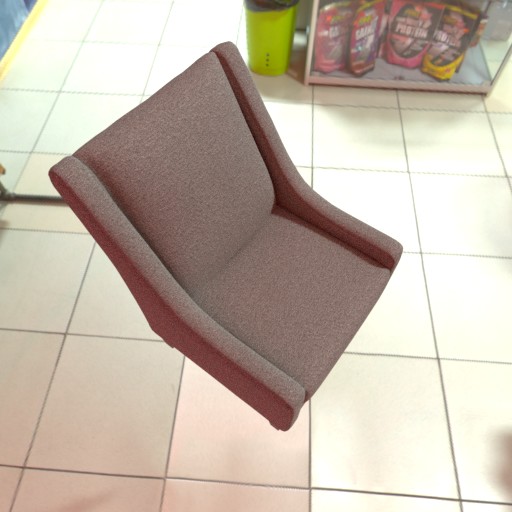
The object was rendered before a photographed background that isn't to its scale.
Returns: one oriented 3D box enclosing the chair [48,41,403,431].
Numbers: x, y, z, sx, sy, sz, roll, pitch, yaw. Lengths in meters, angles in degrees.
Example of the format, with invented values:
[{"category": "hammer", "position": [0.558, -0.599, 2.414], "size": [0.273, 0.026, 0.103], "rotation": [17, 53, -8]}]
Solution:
[{"category": "chair", "position": [0.000, 0.000, 1.613], "size": [0.870, 1.016, 0.774], "rotation": [32, 63, 19]}]
